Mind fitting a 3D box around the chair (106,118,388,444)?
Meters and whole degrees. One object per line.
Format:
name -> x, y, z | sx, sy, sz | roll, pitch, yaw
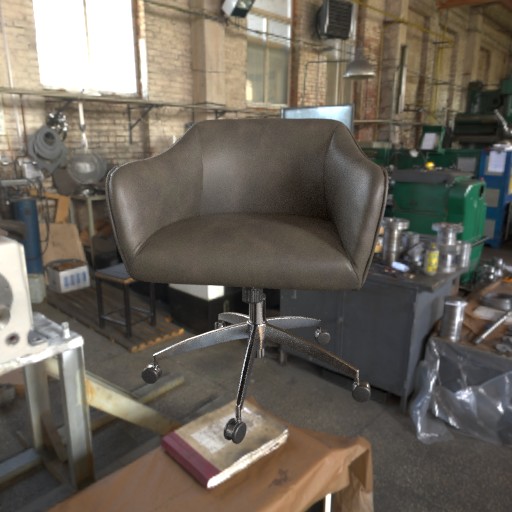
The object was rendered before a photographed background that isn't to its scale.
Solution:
chair -> 0.000, 0.000, 1.342 | 0.713, 0.827, 0.689 | 2, 14, 8
